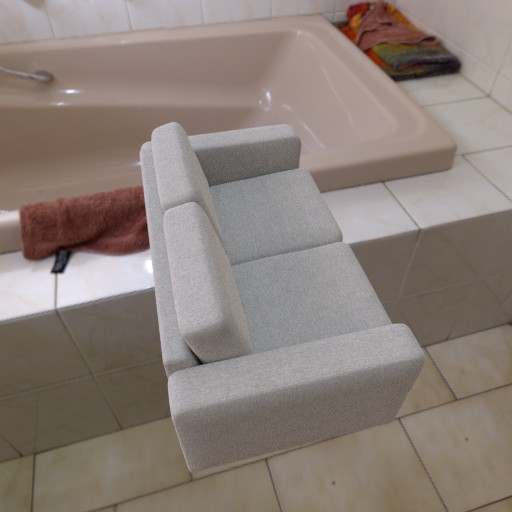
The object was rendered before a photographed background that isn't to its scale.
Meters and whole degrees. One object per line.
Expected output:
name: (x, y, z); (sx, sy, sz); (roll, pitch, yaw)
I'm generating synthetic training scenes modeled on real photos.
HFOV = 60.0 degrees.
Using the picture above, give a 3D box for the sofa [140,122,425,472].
sofa: (0.000, 0.000, 2.036); (0.900, 0.800, 1.540); (-10, 47, -9)
